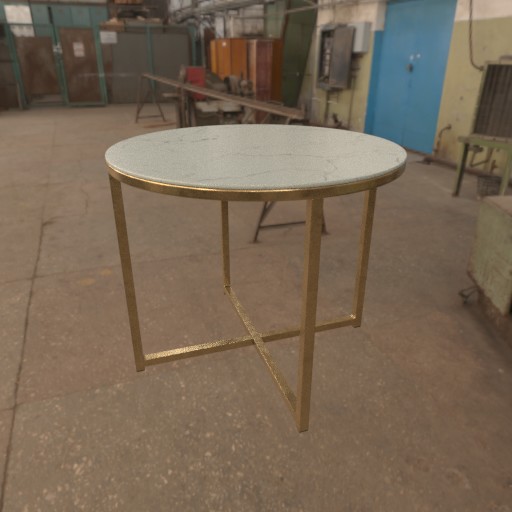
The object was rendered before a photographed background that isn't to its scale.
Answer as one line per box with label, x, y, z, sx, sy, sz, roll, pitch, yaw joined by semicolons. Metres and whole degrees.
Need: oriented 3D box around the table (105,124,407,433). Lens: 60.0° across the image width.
table;0.000;0.000;0.855;0.500;0.420;0.500;0;25;0
